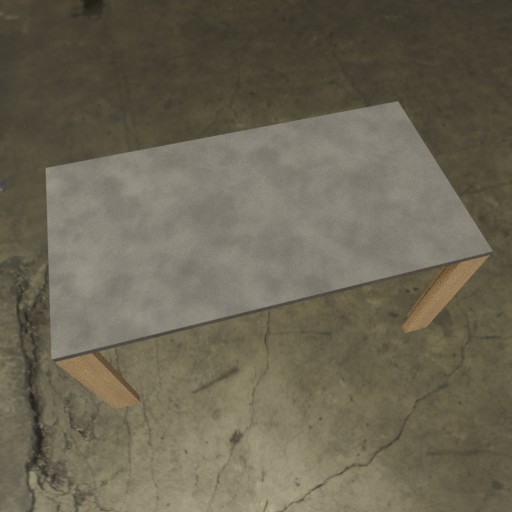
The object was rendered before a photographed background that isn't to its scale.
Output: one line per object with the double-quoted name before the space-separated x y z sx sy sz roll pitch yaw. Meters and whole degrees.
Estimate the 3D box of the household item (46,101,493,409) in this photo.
"household item" 0.000 0.000 2.079 1.600 0.755 0.850 -13 60 -8
